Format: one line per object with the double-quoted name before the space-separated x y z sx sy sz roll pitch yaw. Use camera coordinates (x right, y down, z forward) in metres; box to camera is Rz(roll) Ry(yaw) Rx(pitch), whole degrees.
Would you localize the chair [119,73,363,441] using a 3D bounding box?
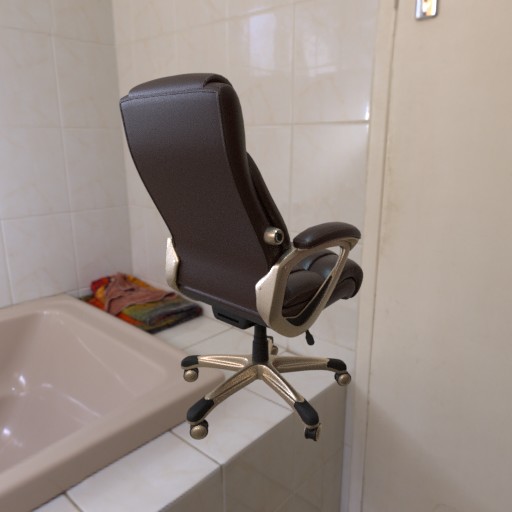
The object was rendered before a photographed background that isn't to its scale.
"chair" 0.000 0.000 1.644 0.692 1.194 0.749 14 20 42
